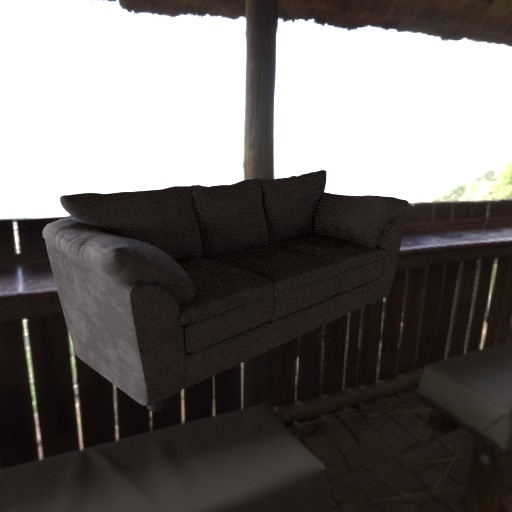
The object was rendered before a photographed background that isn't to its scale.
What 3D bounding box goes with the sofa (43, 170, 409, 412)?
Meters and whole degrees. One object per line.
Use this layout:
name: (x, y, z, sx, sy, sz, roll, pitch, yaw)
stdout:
sofa: (0.000, 0.000, 2.823, 2.377, 0.981, 0.893, -14, 20, -43)
